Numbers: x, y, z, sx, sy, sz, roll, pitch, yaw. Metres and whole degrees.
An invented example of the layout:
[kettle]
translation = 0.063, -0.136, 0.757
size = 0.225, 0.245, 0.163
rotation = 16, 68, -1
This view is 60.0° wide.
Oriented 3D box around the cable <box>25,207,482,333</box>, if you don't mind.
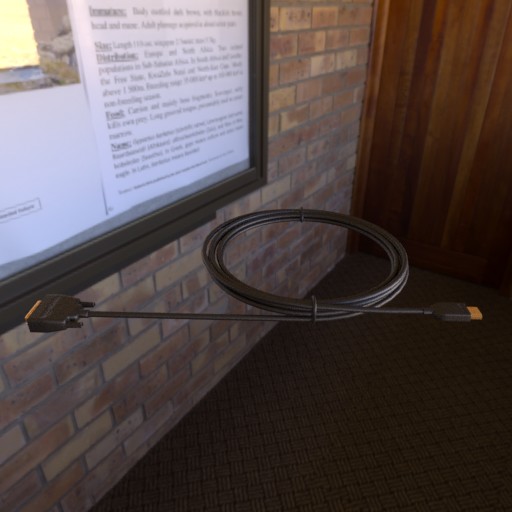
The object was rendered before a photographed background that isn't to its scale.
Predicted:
[cable]
translation = 0.000, 0.000, 0.509
size = 0.422, 0.030, 0.257
rotation = 1, 29, 2
